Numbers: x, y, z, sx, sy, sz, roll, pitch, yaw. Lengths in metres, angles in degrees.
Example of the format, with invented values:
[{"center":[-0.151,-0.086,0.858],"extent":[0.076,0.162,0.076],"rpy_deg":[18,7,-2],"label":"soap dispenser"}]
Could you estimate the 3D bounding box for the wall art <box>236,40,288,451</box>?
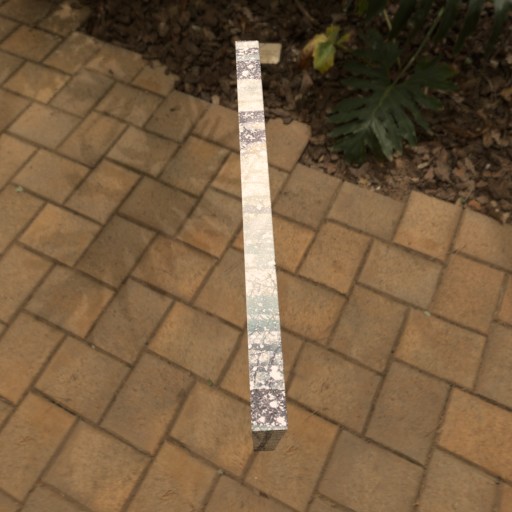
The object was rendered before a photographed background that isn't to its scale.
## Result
[{"center":[0.000,0.000,0.789],"extent":[0.042,0.398,0.618],"rpy_deg":[-2,63,-1],"label":"wall art"}]
